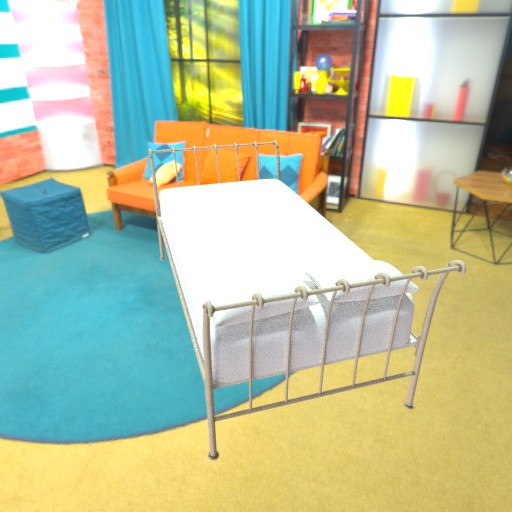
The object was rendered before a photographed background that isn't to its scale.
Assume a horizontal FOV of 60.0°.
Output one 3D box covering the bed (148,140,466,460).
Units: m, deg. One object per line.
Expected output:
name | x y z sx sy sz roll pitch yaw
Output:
bed | 0.000 0.000 2.690 1.032 0.873 2.228 -8 28 -15
